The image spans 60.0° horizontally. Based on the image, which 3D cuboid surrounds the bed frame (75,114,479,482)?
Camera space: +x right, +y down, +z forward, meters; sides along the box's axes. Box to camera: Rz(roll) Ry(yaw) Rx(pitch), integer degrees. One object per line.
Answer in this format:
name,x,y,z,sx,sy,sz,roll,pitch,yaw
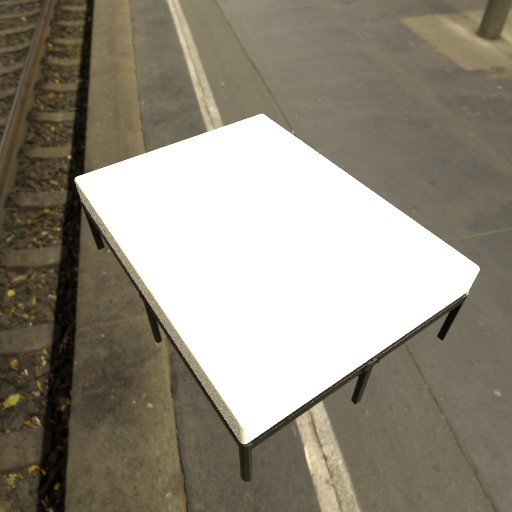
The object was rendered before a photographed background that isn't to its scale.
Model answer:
bed frame,0.000,0.000,2.882,1.557,0.659,2.072,-26,51,-23
